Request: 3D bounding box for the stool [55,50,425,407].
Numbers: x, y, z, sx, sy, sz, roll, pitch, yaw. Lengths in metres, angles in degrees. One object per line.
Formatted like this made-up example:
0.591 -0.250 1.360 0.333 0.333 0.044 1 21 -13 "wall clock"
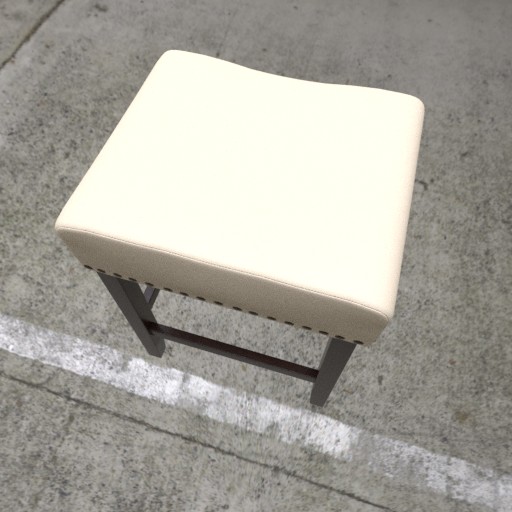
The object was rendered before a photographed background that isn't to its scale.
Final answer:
0.000 0.000 0.911 0.471 0.609 0.401 14 61 8 "stool"
